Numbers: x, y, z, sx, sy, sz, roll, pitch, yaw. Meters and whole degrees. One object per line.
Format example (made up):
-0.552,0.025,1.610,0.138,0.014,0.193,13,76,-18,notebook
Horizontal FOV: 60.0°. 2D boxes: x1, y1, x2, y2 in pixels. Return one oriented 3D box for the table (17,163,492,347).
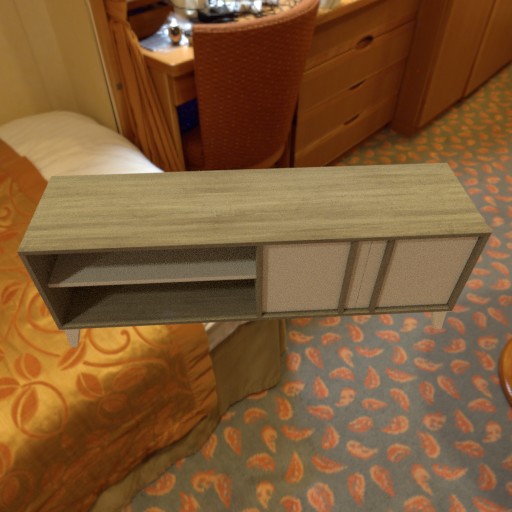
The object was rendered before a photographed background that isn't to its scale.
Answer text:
0.000,0.000,1.725,1.500,0.530,0.400,-2,45,-2,table
